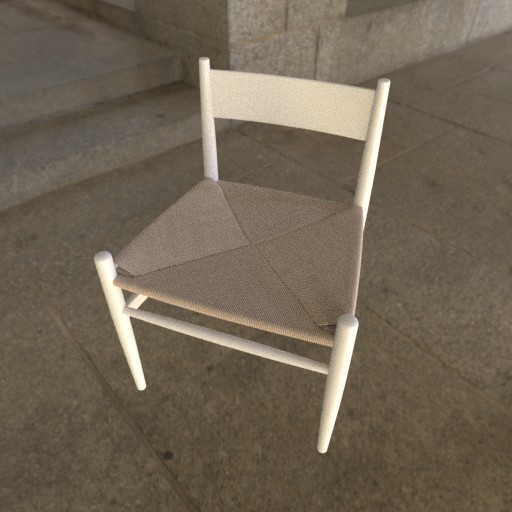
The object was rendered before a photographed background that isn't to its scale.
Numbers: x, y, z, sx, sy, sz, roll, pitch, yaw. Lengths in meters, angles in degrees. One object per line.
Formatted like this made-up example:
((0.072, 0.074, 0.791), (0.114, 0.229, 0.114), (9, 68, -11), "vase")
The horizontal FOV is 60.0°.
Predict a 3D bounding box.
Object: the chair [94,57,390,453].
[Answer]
((0.000, 0.000, 1.094), (0.556, 0.762, 0.495), (13, 43, 15), "chair")
